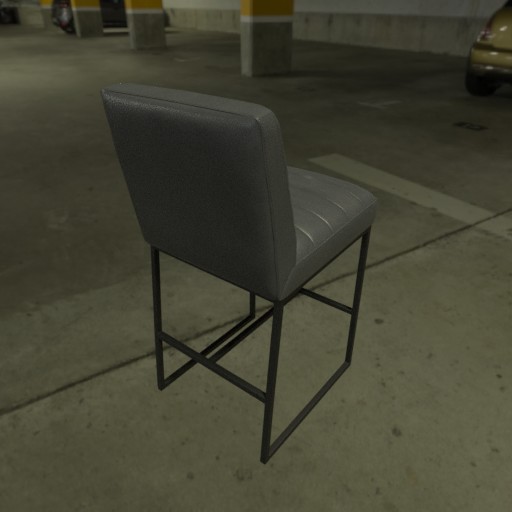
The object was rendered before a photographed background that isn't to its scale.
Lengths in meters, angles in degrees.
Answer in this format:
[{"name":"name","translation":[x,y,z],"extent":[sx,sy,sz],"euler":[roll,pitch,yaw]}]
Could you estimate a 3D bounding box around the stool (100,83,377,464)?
[{"name":"stool","translation":[0.000,0.000,1.244],"extent":[0.457,0.938,0.552],"euler":[22,36,33]}]
